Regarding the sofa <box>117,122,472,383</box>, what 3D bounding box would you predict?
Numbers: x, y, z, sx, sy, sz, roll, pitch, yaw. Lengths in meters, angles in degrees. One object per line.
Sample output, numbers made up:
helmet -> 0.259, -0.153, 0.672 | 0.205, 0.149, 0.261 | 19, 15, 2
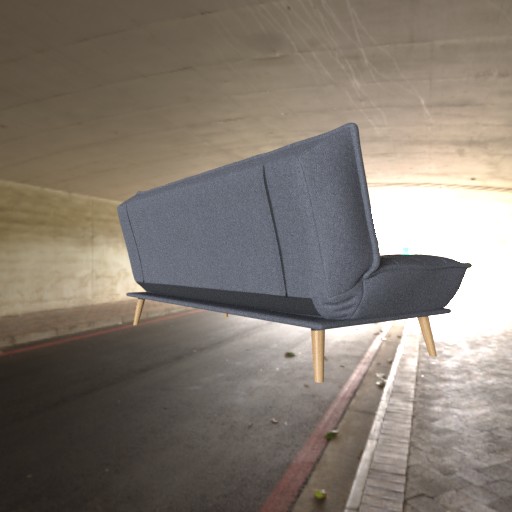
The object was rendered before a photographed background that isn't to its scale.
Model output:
sofa -> 0.000, 0.000, 2.432 | 0.950, 0.890, 1.940 | 0, -1, -37
